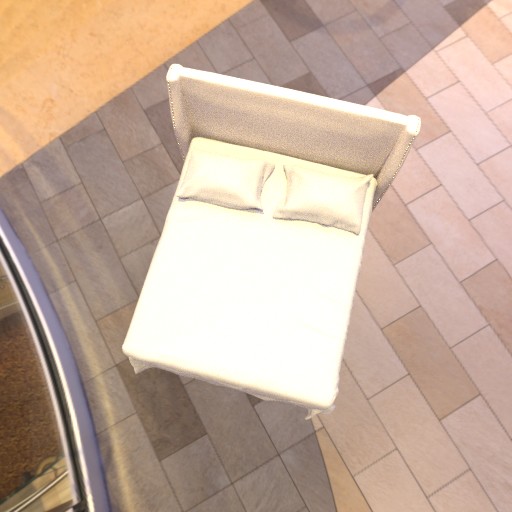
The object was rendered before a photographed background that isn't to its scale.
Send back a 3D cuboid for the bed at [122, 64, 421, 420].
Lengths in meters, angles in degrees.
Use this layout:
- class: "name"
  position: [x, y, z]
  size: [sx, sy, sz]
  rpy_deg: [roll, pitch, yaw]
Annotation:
- class: "bed"
  position: [0.000, 0.000, 3.582]
  size: [1.925, 1.332, 2.276]
  rpy_deg: [14, 74, 4]
